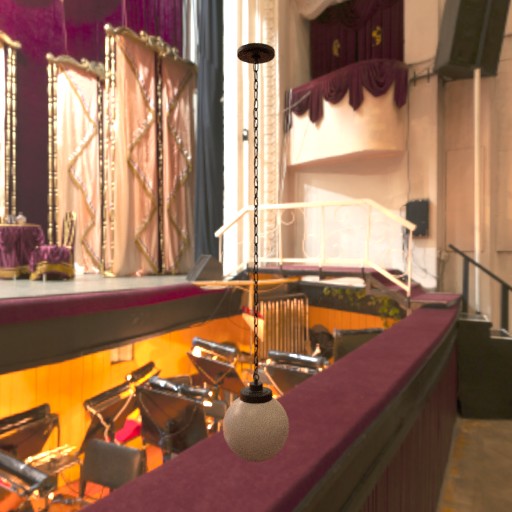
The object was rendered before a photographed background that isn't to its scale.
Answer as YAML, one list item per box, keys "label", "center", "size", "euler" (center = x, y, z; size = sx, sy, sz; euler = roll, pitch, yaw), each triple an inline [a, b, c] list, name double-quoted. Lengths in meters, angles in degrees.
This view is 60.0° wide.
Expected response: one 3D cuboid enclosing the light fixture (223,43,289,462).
- label: "light fixture"
  center: [0.000, 0.000, 2.034]
  size: [0.305, 1.867, 0.304]
  euler: [0, 1, 35]
